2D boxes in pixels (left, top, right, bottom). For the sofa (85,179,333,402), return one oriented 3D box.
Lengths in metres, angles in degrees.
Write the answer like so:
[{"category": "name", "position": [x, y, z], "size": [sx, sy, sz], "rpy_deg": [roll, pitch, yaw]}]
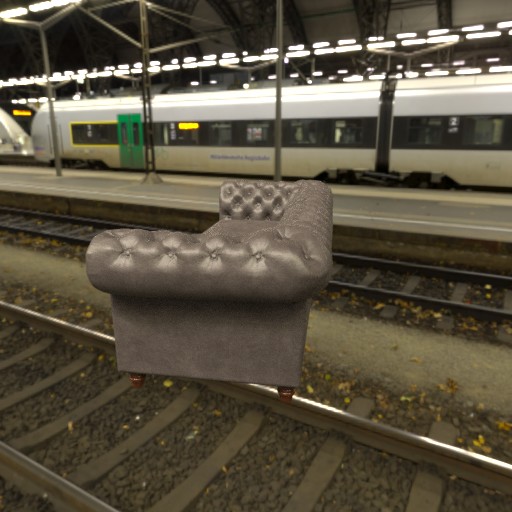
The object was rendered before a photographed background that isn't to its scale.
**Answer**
[{"category": "sofa", "position": [0.000, 0.000, 2.807], "size": [0.944, 0.783, 2.385], "rpy_deg": [3, 15, 9]}]
